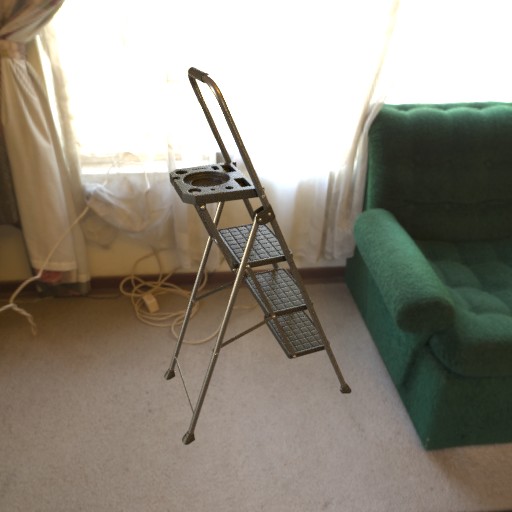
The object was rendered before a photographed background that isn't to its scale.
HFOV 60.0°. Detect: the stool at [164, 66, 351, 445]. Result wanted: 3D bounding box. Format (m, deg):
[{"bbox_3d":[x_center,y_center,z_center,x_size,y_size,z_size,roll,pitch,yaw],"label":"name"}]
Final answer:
[{"bbox_3d":[0.000,0.000,1.616,0.733,1.277,0.396,-11,31,-18],"label":"stool"}]
